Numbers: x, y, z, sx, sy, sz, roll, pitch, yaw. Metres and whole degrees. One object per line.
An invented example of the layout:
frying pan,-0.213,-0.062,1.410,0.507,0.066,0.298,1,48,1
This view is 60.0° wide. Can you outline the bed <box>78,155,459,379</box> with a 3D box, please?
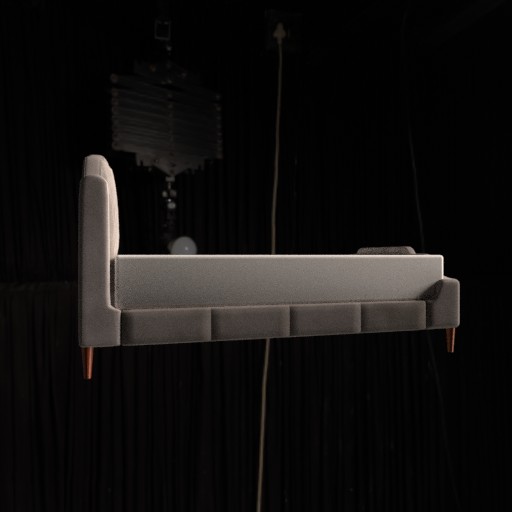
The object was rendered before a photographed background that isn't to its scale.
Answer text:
bed,0.000,0.000,3.352,2.340,1.245,1.676,0,0,-16
